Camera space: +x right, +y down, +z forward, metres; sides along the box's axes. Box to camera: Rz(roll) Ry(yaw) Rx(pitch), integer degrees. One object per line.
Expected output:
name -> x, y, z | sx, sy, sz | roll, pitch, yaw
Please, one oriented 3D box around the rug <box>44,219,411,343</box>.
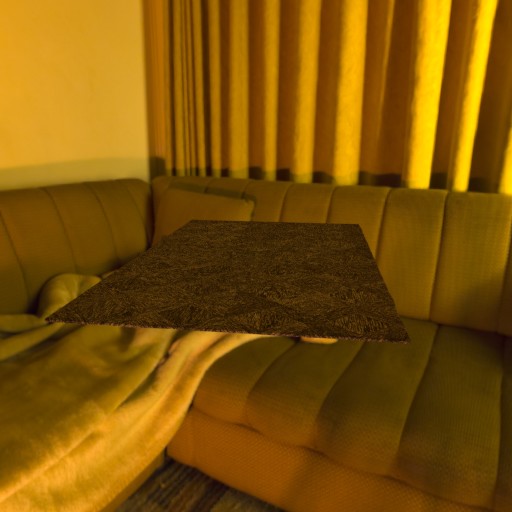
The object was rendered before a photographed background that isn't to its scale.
rug -> 0.000, 0.000, 2.259 | 1.189, 0.011, 1.808 | 2, 16, 8
